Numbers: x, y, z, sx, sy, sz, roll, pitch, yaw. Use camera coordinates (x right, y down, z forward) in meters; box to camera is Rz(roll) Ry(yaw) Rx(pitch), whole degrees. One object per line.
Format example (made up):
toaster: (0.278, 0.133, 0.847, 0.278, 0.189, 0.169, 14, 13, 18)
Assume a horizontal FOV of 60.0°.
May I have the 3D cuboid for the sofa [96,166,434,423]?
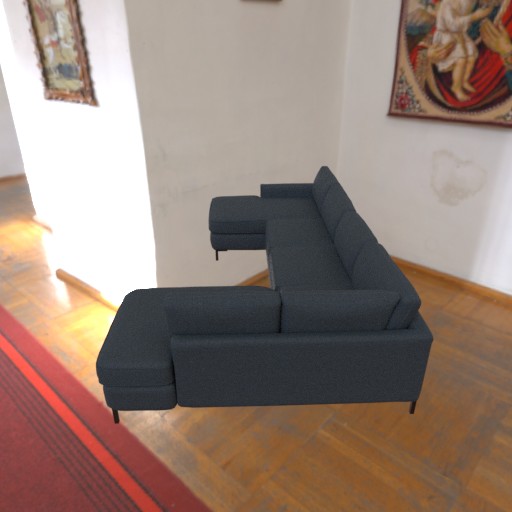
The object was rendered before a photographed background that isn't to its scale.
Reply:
sofa: (0.000, 0.000, 3.889, 1.984, 0.858, 2.975, -1, 27, -2)
